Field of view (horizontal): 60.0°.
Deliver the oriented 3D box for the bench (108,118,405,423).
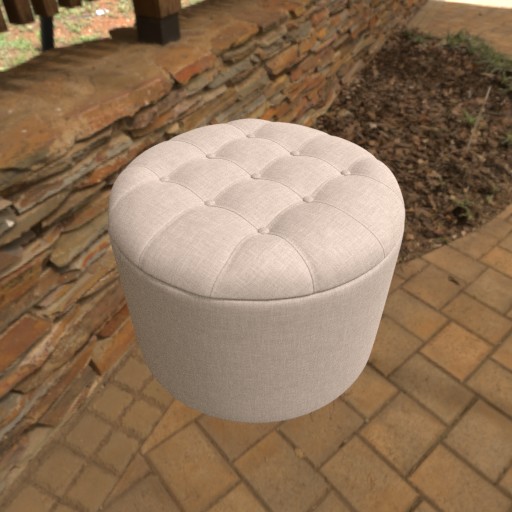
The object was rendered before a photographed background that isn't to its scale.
[{"bbox_3d":[0.000,0.000,1.016,0.600,0.453,0.600,0,40,0],"label":"bench"}]
